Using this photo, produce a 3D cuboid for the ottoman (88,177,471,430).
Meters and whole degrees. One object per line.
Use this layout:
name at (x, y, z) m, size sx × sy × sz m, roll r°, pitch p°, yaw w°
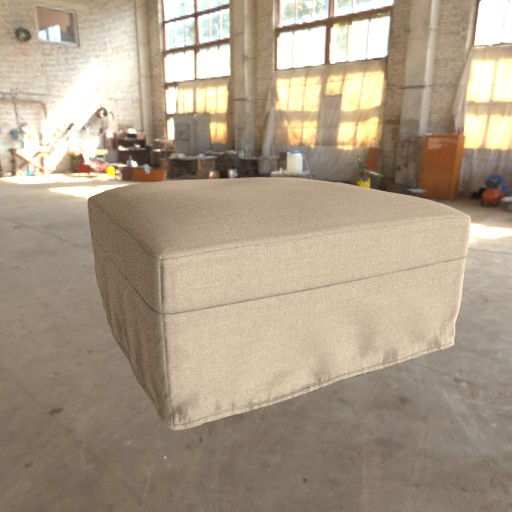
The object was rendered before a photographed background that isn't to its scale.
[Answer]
ottoman at (0.000, 0.000, 1.328) m, size 0.840 × 0.436 × 0.843 m, roll -8°, pitch 18°, yaw -27°
